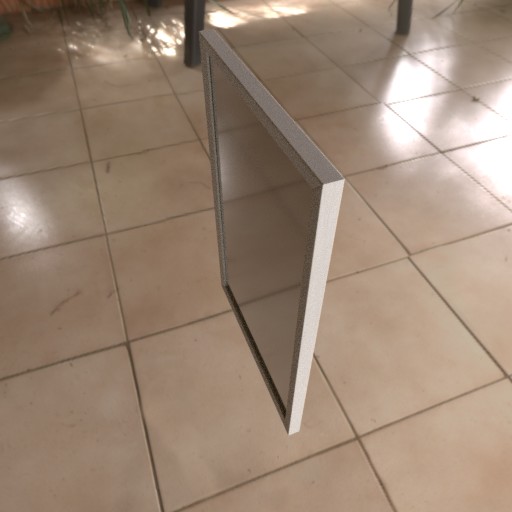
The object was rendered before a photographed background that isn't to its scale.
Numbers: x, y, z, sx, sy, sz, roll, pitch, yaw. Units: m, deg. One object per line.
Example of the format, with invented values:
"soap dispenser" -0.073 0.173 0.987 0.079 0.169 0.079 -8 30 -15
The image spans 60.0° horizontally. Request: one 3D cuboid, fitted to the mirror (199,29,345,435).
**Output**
"mirror" 0.000 0.000 1.158 0.040 0.915 0.609 -16 49 -15
